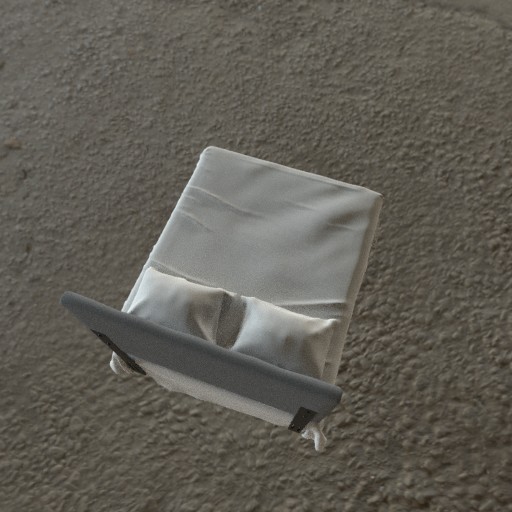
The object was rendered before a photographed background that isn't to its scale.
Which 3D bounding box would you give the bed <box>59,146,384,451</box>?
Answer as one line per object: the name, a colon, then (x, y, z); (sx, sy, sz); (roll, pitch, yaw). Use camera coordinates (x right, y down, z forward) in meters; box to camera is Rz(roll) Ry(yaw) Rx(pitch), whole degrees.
bed: (0.000, 0.000, 3.475); (1.936, 1.577, 2.222); (18, 64, 9)
